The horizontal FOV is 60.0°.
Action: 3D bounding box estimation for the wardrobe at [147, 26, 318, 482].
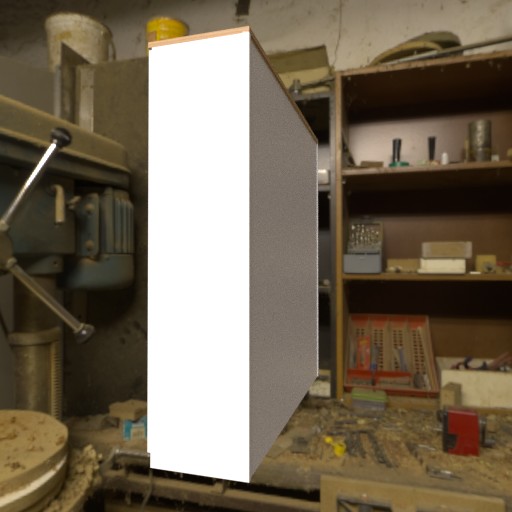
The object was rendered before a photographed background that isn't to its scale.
[{"bbox_3d":[0.000,0.000,3.311,0.590,2.260,2.160,0,-1,17],"label":"wardrobe"}]
